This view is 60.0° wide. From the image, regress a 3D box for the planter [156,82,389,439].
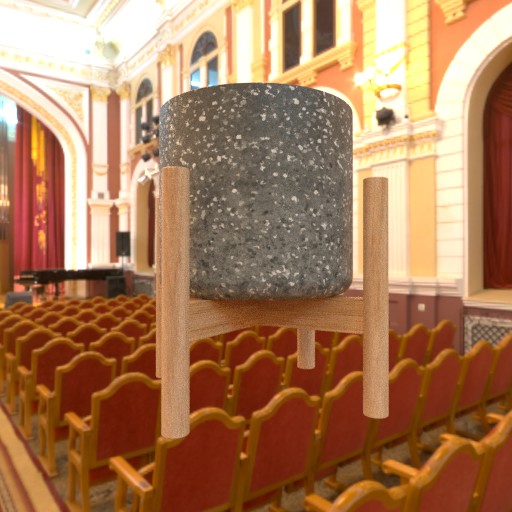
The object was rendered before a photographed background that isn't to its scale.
[{"bbox_3d":[0.000,0.000,0.519,0.284,0.320,0.284,0,0,-37],"label":"planter"}]
